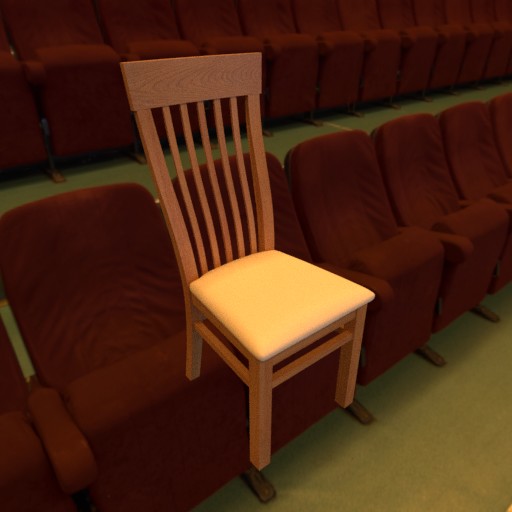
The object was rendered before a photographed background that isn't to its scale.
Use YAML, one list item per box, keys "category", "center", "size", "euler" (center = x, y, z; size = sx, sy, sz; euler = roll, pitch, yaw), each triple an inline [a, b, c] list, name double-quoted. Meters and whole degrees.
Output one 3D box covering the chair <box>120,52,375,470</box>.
- category: "chair"
  center: [0.000, 0.000, 1.323]
  size: [0.450, 1.050, 0.580]
  euler: [-21, 36, -33]
